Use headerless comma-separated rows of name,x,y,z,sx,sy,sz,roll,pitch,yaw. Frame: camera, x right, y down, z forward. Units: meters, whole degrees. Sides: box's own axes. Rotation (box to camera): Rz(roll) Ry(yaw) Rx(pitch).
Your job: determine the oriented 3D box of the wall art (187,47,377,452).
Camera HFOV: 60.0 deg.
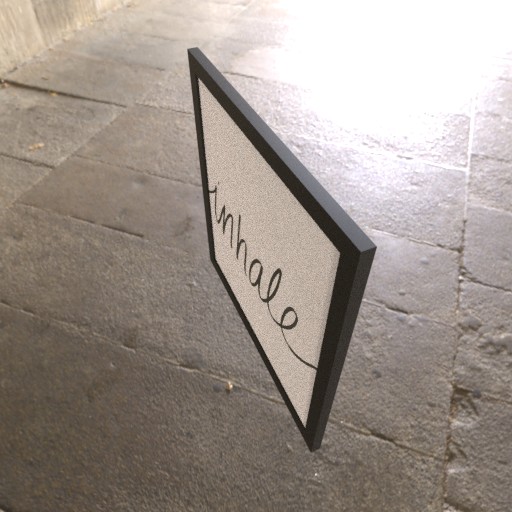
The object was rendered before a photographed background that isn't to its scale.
wall art,0.000,0.000,0.528,0.013,0.356,0.356,-18,49,-16
